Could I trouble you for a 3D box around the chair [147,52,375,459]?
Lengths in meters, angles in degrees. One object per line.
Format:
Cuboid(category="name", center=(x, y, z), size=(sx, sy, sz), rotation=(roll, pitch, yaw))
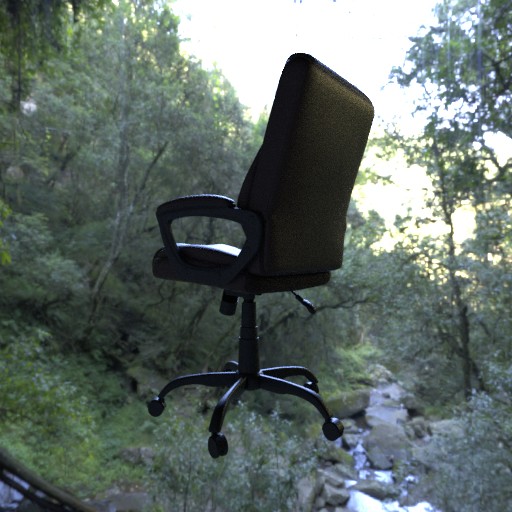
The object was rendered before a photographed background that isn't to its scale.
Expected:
Cuboid(category="chair", center=(0.000, 0.000, 1.462), size=(0.655, 1.072, 0.615), rotation=(1, 1, 36))
